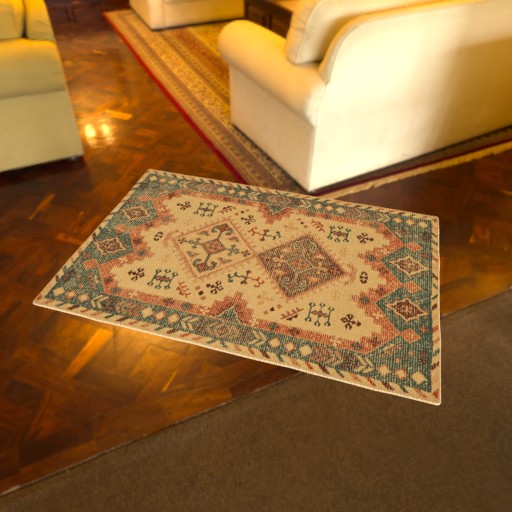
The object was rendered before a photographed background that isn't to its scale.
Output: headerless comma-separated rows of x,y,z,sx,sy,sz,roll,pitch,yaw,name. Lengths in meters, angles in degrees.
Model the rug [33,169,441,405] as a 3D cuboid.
0.000,0.000,2.313,1.840,0.015,1.225,11,44,12,rug
